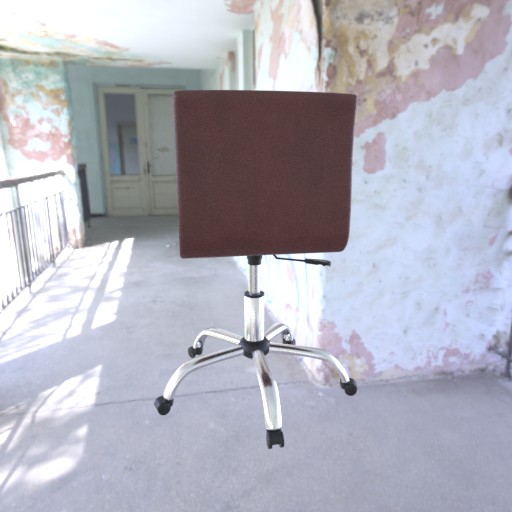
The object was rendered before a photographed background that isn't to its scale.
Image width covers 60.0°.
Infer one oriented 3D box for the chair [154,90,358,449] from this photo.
[{"bbox_3d":[0.000,0.000,1.157,0.556,0.780,0.530,-2,14,-10],"label":"chair"}]
